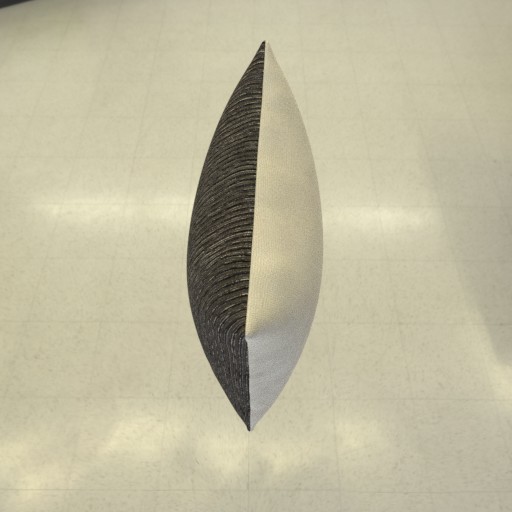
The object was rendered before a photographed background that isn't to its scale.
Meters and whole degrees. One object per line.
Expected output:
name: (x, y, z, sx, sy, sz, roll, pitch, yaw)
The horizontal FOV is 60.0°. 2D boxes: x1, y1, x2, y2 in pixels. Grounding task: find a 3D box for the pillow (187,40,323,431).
pillow: (0.000, 0.000, 0.676, 0.196, 0.434, 0.433, 2, 58, 2)
